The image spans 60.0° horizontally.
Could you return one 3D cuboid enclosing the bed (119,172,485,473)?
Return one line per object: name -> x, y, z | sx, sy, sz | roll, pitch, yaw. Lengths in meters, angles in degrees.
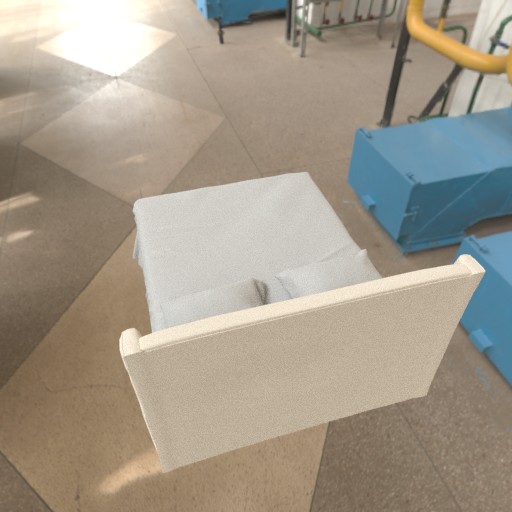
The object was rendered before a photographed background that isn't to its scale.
bed -> 0.000, 0.000, 3.382 | 1.925, 1.332, 2.276 | -11, 44, -12
